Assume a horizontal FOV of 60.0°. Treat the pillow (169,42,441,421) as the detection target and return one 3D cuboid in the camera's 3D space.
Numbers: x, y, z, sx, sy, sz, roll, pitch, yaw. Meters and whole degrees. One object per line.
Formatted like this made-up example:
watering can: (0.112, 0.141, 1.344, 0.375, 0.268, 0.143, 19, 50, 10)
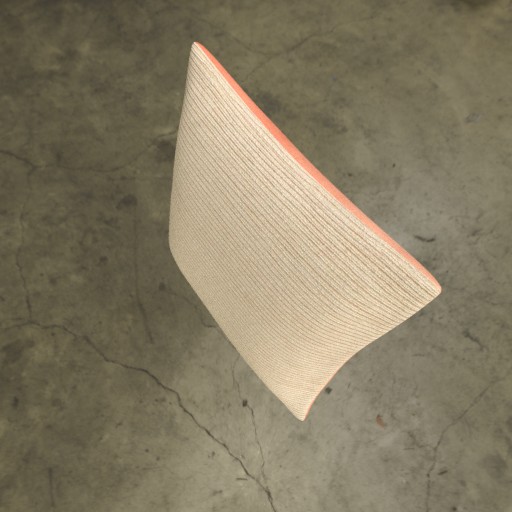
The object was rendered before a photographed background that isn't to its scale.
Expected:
pillow: (0.000, 0.000, 0.645, 0.177, 0.401, 0.424, -33, 67, -16)
